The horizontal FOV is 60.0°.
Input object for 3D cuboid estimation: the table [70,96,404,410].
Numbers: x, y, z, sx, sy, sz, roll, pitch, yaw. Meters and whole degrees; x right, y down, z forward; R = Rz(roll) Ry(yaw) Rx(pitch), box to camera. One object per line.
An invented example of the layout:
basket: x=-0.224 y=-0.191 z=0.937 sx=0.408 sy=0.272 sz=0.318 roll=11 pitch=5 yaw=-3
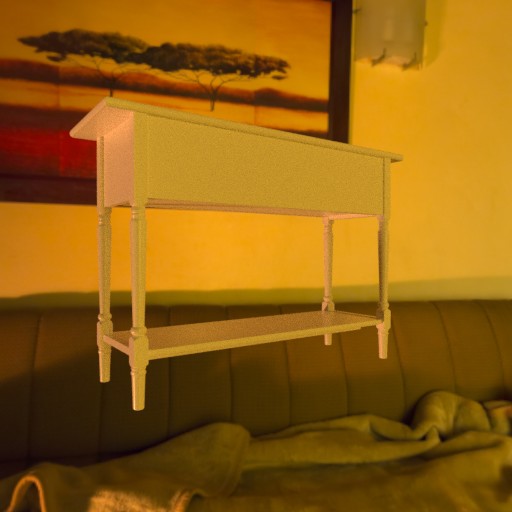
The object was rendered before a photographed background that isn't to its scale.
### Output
table: x=0.000 y=0.000 z=1.609 sx=1.191 sy=0.814 sz=0.386 roll=0 pitch=1 yaw=-35
